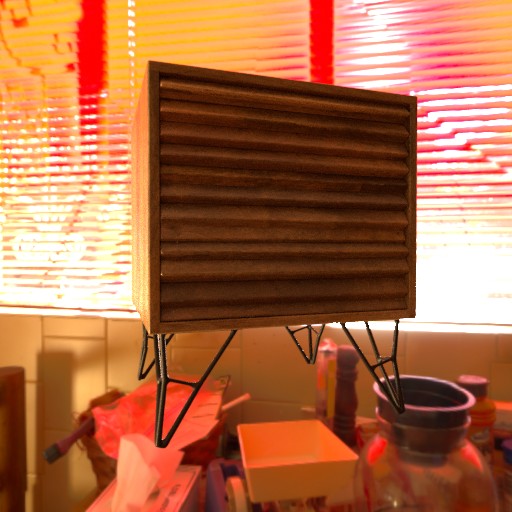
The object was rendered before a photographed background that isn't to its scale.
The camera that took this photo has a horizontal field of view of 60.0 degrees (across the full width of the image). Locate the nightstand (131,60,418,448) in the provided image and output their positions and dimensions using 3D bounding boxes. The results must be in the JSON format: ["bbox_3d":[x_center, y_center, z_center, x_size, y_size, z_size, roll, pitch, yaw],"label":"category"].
[{"bbox_3d":[0.000,0.000,0.887,0.457,0.559,0.406,0,1,-19],"label":"nightstand"}]
